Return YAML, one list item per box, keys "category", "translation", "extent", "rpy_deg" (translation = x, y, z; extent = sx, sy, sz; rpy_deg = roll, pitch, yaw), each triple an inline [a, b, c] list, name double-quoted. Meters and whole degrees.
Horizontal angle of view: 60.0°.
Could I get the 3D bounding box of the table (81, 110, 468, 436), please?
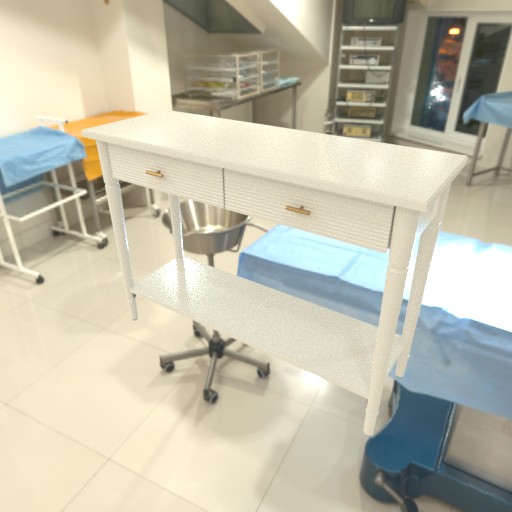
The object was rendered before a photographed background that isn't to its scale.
- category: "table"
  translation: [0.000, 0.000, 1.448]
  extent: [1.067, 0.749, 0.381]
  rpy_deg: [18, 34, 29]
